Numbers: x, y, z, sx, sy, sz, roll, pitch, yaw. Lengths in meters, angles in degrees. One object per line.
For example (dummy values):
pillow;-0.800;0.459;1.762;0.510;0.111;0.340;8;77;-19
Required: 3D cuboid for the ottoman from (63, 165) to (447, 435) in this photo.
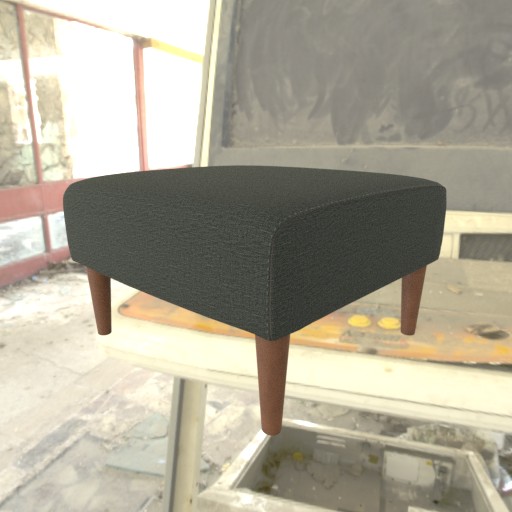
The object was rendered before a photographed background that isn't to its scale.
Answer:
ottoman;0.000;0.000;1.053;0.650;0.398;0.649;14;21;41
